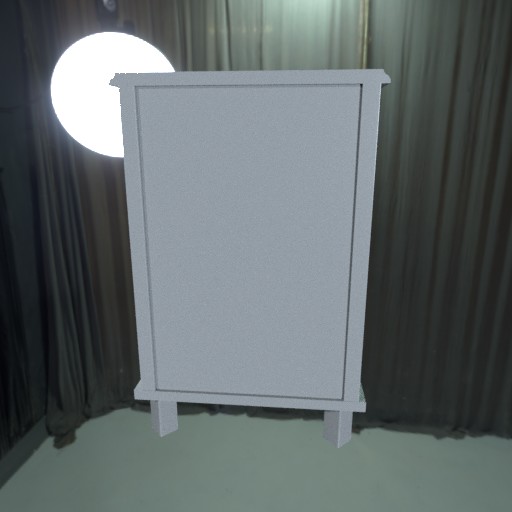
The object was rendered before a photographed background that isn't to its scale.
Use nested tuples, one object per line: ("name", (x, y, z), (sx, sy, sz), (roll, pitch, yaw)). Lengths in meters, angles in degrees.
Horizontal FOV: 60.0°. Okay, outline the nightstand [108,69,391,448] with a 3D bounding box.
("nightstand", (0.000, 0.000, 0.931), (0.435, 0.680, 0.348), (1, 16, 5))
